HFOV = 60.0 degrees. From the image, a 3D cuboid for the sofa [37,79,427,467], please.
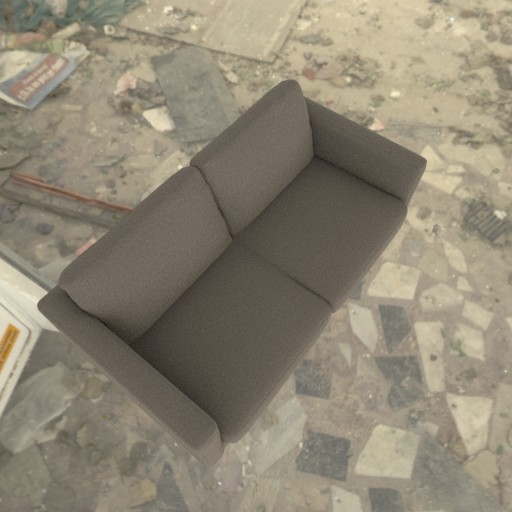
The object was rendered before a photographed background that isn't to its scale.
[{"bbox_3d":[0.000,0.000,2.176,0.940,0.866,1.713,34,65,18],"label":"sofa"}]
